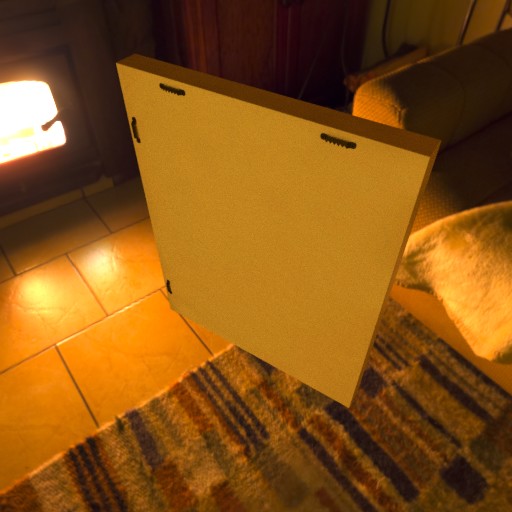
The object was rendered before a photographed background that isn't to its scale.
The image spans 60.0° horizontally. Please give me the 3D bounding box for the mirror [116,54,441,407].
[{"bbox_3d":[0.000,0.000,0.680,0.406,0.509,0.041,24,50,22],"label":"mirror"}]
